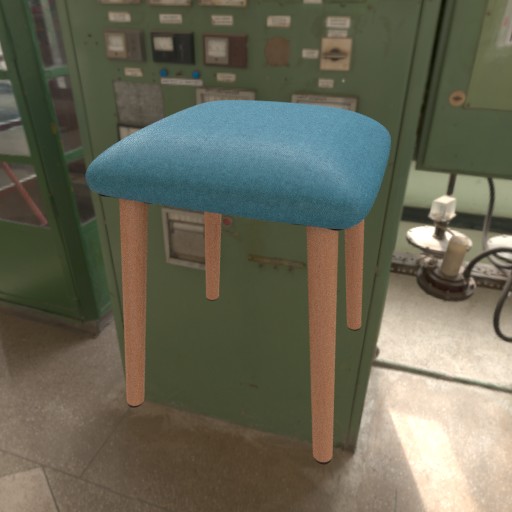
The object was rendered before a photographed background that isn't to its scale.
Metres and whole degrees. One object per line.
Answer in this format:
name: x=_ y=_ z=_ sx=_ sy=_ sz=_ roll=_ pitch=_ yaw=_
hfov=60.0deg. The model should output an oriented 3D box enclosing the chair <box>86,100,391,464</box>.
chair: x=0.000 y=0.000 z=0.715 sx=0.360 sy=0.450 sz=0.360 roll=10 pitch=31 yaw=16
